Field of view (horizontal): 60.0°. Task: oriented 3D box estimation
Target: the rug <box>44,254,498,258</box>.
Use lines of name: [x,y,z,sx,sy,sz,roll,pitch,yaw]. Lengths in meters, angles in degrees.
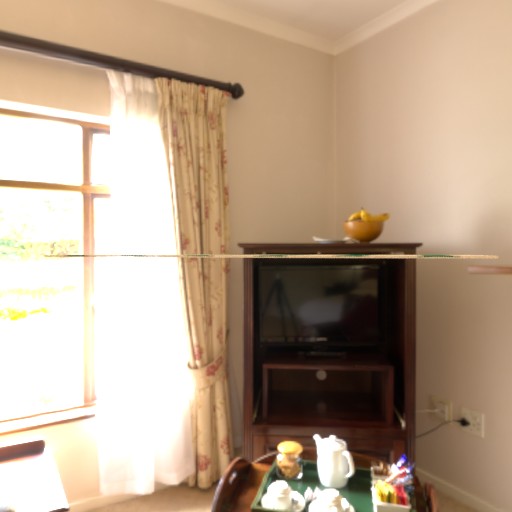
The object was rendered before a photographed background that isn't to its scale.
rug: [0.000,0.000,2.639,2.438,0.012,0.768,0,0,18]
